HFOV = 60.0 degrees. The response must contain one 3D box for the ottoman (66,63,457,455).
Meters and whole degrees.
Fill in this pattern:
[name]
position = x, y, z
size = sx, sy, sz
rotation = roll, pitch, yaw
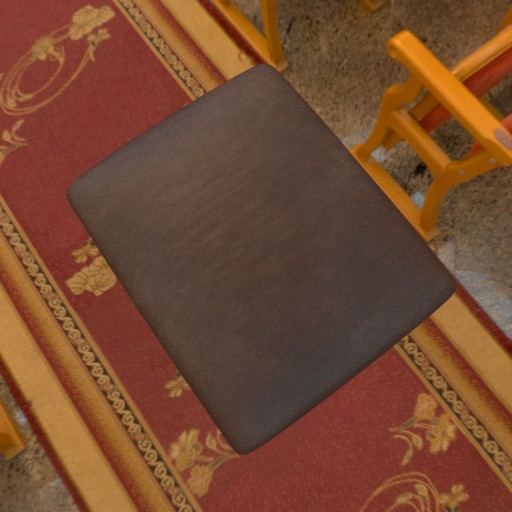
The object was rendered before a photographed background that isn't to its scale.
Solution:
[ottoman]
position = 0.000, 0.000, 1.277
size = 0.670, 0.569, 0.806
rotation = -35, 79, -8
